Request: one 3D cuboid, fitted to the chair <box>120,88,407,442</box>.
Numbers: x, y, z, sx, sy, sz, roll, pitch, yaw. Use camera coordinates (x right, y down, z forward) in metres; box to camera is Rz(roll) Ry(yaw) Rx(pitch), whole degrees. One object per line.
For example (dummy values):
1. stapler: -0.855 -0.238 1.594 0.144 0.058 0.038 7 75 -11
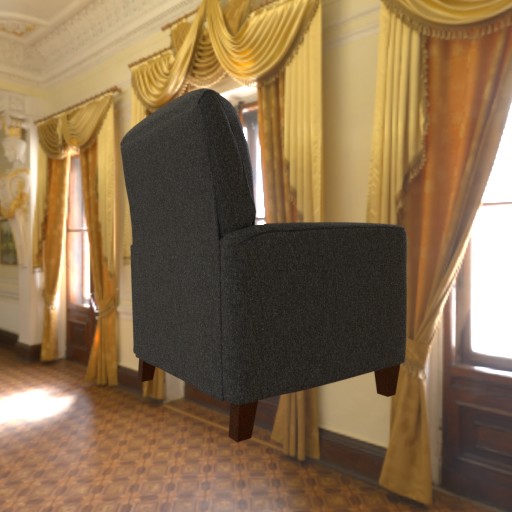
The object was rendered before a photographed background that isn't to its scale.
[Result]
1. chair: 0.000 0.000 1.707 0.850 1.016 0.839 0 1 -36
